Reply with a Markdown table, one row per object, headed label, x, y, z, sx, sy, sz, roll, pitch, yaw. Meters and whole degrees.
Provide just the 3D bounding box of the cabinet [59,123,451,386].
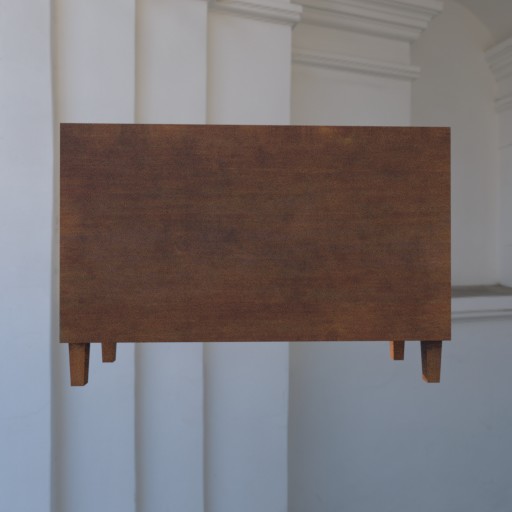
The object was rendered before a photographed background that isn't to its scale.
| label | x | y | z | sx | sy | sz | roll | pitch | yaw |
| --- | --- | --- | --- | --- | --- | --- | --- | --- | --- |
| cabinet | 0.000 | 0.000 | 1.563 | 1.204 | 0.805 | 0.403 | 0 | 0 | -2 |
